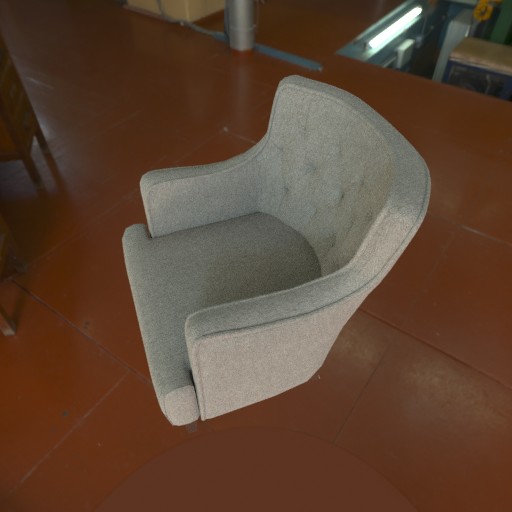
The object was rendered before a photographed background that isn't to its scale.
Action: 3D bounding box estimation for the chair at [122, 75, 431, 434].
[{"bbox_3d":[0.000,0.000,1.566,0.910,0.920,0.820,-15,49,-14],"label":"chair"}]
